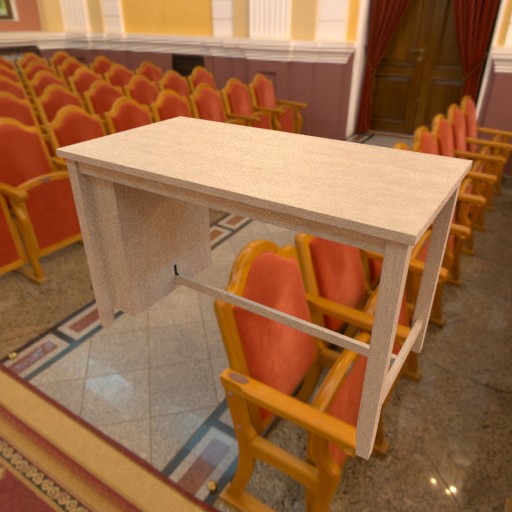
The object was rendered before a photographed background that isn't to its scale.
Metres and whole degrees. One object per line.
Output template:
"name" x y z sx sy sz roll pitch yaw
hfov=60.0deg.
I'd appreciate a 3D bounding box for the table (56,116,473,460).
"table" 0.000 0.000 1.882 1.397 0.874 0.729 18 34 28
